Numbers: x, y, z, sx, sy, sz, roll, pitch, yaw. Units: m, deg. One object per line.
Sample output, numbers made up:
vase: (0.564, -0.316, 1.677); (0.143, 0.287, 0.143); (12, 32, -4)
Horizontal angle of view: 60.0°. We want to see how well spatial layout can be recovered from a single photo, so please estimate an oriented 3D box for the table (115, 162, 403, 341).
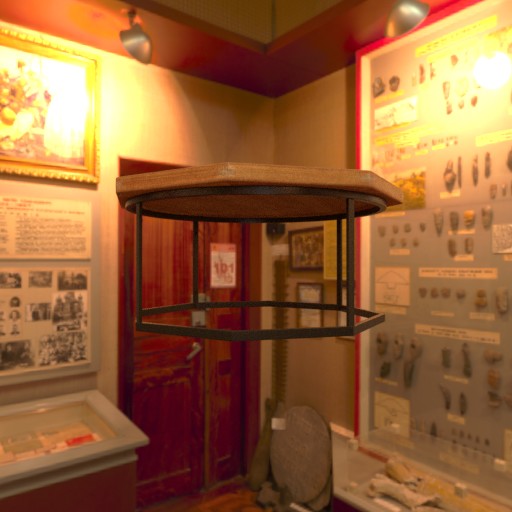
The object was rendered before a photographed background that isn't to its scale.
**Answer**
table: (0.000, 0.000, 1.563); (1.002, 0.444, 1.002); (0, -1, 0)
